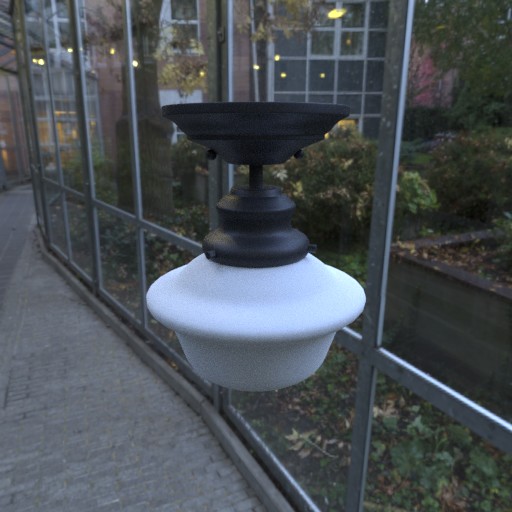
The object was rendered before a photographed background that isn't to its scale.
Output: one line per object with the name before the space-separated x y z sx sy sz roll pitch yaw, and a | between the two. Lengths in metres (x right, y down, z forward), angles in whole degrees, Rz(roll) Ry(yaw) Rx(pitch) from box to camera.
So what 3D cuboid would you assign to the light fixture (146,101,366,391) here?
light fixture | 0.000 0.000 0.399 0.197 0.254 0.197 0 16 0
